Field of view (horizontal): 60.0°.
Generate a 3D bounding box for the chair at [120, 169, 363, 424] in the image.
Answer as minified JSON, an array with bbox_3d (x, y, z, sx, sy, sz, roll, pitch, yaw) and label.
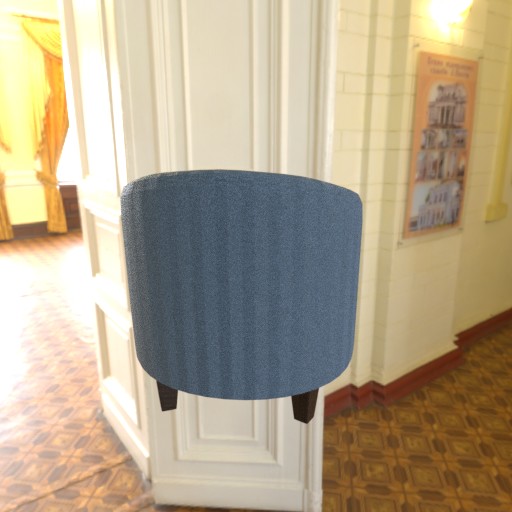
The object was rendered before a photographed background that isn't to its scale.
[{"bbox_3d":[0.000,0.000,1.745,0.756,0.757,1.288,2,15,8],"label":"chair"}]
